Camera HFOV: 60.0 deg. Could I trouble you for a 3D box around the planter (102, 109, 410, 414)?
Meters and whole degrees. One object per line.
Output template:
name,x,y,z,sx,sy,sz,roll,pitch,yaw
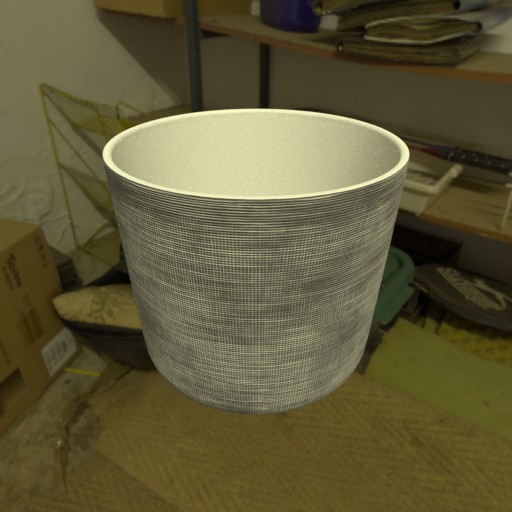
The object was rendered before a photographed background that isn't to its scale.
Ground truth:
planter,0.000,0.000,0.762,0.440,0.398,0.440,0,30,0
